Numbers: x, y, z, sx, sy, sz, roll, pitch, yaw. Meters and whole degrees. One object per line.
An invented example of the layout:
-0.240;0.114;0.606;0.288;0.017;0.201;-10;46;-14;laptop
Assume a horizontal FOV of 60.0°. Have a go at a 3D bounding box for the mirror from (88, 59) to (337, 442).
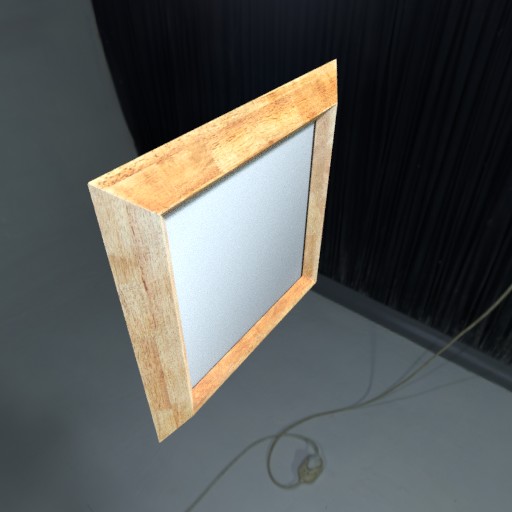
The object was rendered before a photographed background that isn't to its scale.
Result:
0.000;0.000;0.955;0.047;0.651;0.651;25;46;27;mirror
